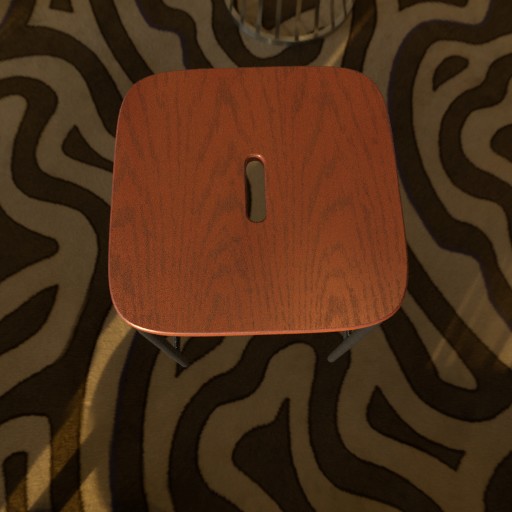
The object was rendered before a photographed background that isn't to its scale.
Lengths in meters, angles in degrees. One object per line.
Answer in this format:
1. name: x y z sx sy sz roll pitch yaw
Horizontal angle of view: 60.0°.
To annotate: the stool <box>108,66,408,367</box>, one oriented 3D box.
1. stool: 0.000 0.000 0.843 0.376 0.610 0.376 -2 74 -1
